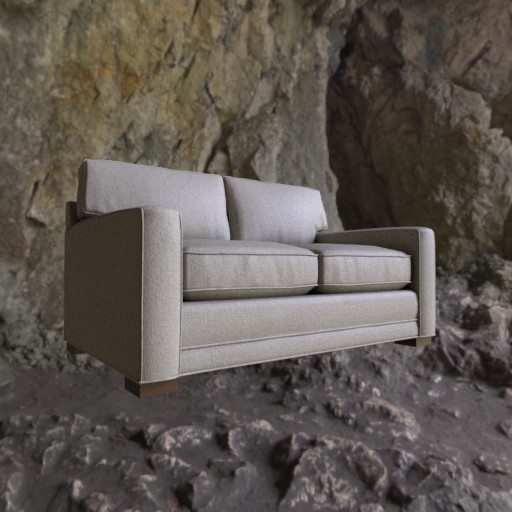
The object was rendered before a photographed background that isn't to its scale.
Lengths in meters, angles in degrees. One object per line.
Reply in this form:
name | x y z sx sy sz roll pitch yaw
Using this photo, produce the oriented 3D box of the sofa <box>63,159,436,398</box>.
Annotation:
sofa | 0.000 0.000 2.068 1.484 0.853 0.940 1 -1 -36
